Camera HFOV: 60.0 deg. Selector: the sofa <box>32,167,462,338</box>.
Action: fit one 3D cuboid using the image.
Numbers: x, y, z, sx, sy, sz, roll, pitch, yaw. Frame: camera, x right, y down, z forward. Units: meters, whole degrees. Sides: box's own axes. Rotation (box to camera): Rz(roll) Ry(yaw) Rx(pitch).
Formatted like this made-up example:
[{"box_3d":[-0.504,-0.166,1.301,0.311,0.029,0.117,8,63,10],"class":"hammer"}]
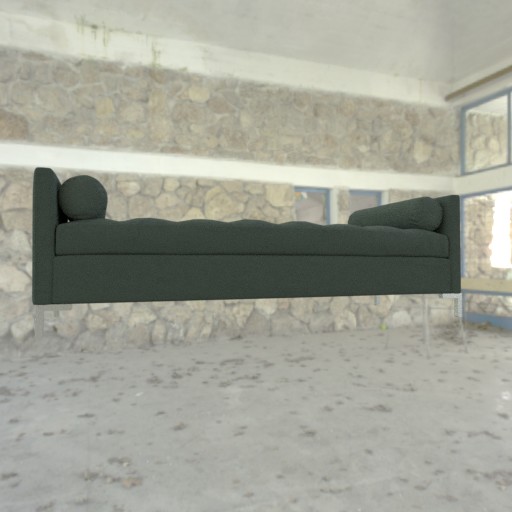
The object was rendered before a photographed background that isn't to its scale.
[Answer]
[{"box_3d":[0.000,0.000,2.389,2.102,0.657,0.797,0,-1,-19],"class":"sofa"}]
